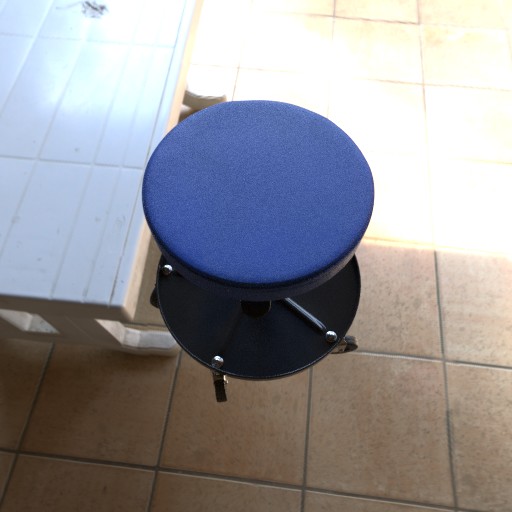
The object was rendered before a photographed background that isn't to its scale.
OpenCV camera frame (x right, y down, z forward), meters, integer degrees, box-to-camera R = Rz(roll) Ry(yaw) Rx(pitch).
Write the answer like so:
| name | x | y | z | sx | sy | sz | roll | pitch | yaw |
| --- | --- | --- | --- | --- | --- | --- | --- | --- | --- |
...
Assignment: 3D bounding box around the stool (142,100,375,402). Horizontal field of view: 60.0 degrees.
| name | x | y | z | sx | sy | sz | roll | pitch | yaw |
| --- | --- | --- | --- | --- | --- | --- | --- | --- | --- |
| stool | 0.000 | 0.000 | 0.673 | 0.381 | 0.365 | 0.382 | 1 | 63 | 0 |
